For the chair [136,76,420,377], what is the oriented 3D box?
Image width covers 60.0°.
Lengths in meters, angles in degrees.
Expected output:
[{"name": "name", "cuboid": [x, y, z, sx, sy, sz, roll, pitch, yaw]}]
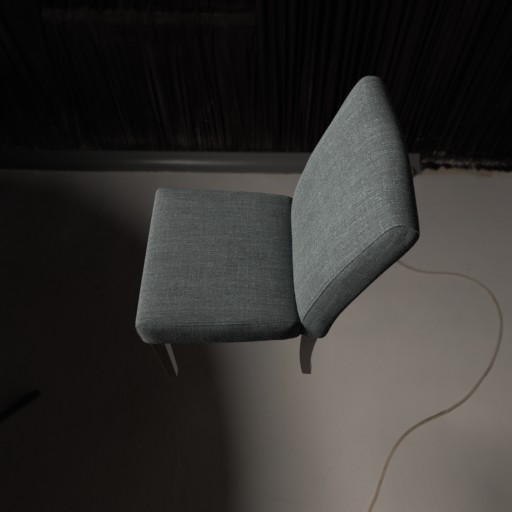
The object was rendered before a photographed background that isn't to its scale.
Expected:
[{"name": "chair", "cuboid": [0.000, 0.000, 1.272, 0.629, 0.884, 0.487, 0, 58, 0]}]
